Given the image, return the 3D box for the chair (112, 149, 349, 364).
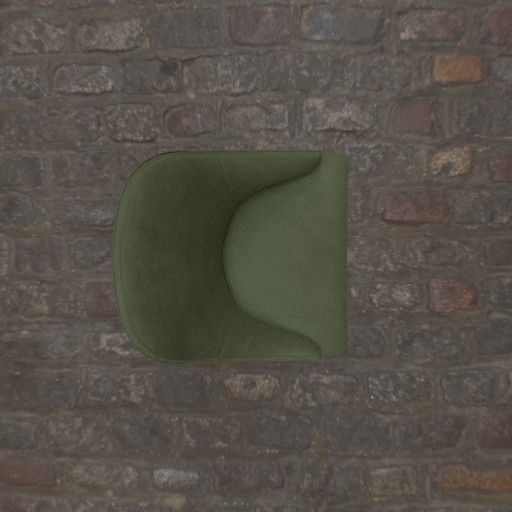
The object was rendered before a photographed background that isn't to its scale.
[{"bbox_3d":[0.000,0.000,1.323,0.575,0.889,0.643,0,91,1],"label":"chair"}]
